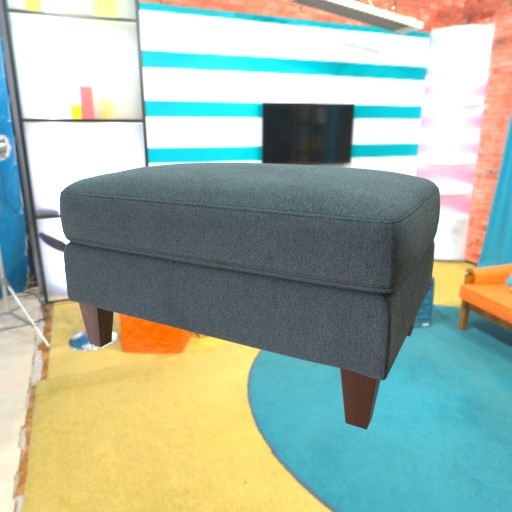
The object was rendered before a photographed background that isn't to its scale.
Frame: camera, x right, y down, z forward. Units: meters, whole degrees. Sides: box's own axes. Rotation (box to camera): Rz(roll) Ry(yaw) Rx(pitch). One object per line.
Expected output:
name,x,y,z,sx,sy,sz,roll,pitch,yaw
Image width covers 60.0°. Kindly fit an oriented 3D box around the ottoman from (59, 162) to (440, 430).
ottoman,0.000,0.000,1.198,0.864,0.483,0.584,8,18,27
